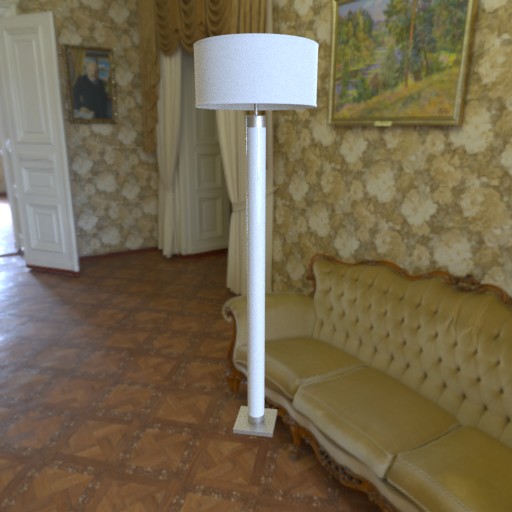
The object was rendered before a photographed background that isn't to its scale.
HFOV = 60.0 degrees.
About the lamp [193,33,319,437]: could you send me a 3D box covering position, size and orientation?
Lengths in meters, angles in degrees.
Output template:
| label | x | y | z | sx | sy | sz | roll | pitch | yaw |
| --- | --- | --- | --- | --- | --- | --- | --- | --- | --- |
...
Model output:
| label | x | y | z | sx | sy | sz | roll | pitch | yaw |
| --- | --- | --- | --- | --- | --- | --- | --- | --- | --- |
| lamp | 0.000 | 0.000 | 1.684 | 0.420 | 1.475 | 0.420 | 3 | 16 | 9 |
